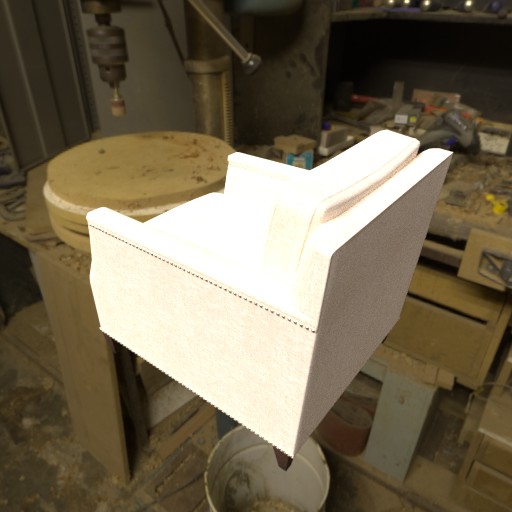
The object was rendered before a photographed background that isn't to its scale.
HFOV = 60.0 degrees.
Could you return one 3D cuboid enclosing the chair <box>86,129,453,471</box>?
[{"bbox_3d":[0.000,0.000,1.690,1.041,0.940,0.838,22,38,31],"label":"chair"}]
